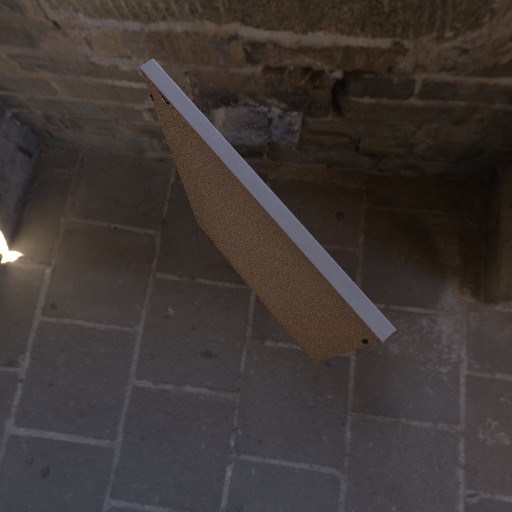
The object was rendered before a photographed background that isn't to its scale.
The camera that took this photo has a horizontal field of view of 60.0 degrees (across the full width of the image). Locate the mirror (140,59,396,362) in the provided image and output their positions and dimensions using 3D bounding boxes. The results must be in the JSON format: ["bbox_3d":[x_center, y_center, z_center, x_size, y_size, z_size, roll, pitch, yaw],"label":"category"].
[{"bbox_3d":[0.000,0.000,1.377,0.041,1.016,0.762,-38,78,-10],"label":"mirror"}]
